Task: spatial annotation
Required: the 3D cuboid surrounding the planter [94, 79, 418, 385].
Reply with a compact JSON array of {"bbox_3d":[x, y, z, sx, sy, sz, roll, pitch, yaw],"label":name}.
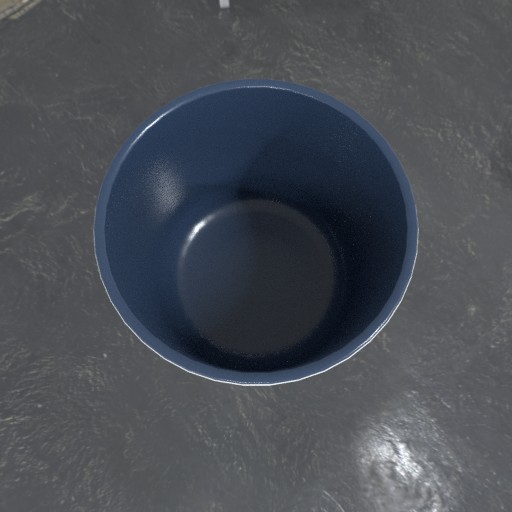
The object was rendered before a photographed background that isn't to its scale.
[{"bbox_3d":[0.000,0.000,0.325,0.182,0.165,0.182,0,74,0],"label":"planter"}]
